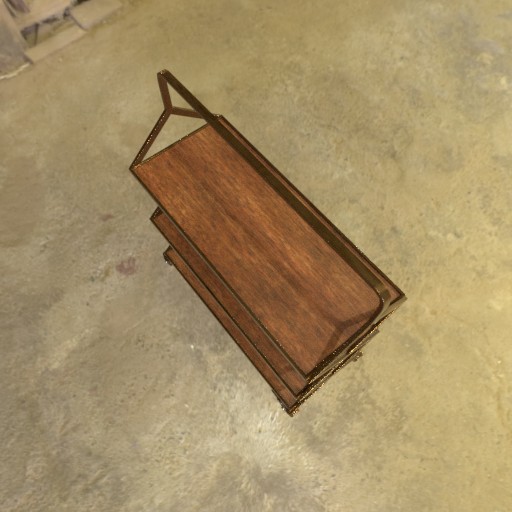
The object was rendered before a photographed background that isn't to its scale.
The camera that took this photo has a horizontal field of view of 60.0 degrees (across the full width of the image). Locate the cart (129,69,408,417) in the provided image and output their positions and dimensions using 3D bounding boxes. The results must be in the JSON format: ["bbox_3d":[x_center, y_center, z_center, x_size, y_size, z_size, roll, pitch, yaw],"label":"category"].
[{"bbox_3d":[0.000,0.000,1.200,0.313,0.805,0.723,-36,69,-16],"label":"cart"}]
